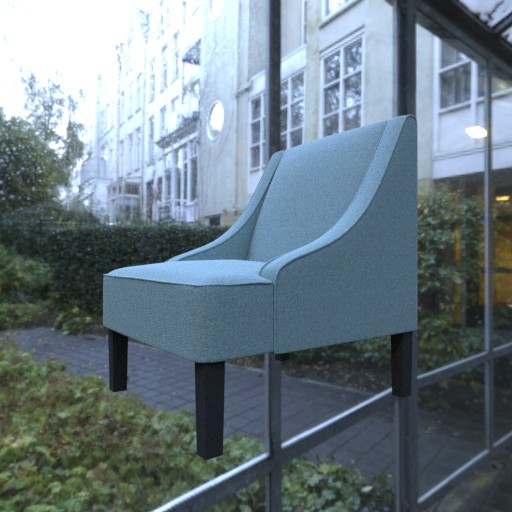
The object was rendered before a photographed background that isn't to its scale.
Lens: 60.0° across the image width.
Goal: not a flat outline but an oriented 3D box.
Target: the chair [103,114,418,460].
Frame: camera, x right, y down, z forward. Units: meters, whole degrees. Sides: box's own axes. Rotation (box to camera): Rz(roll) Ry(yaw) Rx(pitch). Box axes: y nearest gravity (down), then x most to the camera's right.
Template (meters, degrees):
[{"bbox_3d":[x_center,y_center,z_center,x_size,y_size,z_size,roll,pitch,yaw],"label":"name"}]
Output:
[{"bbox_3d":[0.000,0.000,1.836,1.025,1.133,0.857,0,0,-37],"label":"chair"}]
